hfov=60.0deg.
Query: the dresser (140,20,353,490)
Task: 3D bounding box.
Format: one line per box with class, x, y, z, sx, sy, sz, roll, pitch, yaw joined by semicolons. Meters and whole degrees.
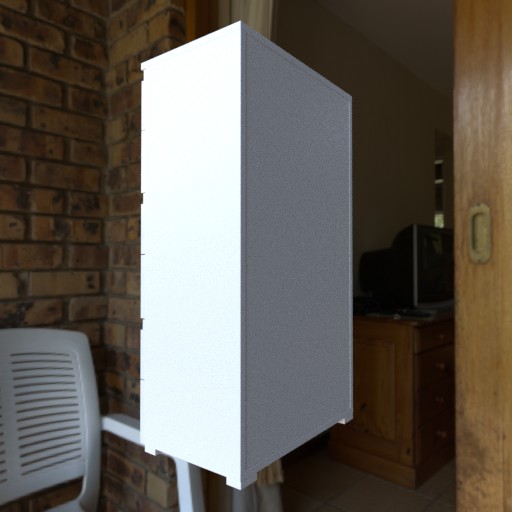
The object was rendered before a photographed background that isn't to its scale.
dresser;0.000;0.000;1.501;0.400;1.190;0.650;-1;-1;37
